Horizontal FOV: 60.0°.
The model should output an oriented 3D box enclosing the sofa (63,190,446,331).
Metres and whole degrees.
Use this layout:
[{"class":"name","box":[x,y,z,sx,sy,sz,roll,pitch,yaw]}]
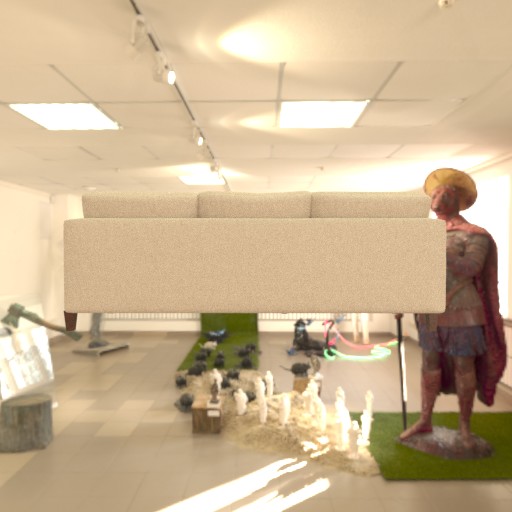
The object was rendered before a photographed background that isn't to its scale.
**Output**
[{"class":"sofa","box":[0.000,0.000,4.483,2.522,0.934,3.333,0,1,0]}]
